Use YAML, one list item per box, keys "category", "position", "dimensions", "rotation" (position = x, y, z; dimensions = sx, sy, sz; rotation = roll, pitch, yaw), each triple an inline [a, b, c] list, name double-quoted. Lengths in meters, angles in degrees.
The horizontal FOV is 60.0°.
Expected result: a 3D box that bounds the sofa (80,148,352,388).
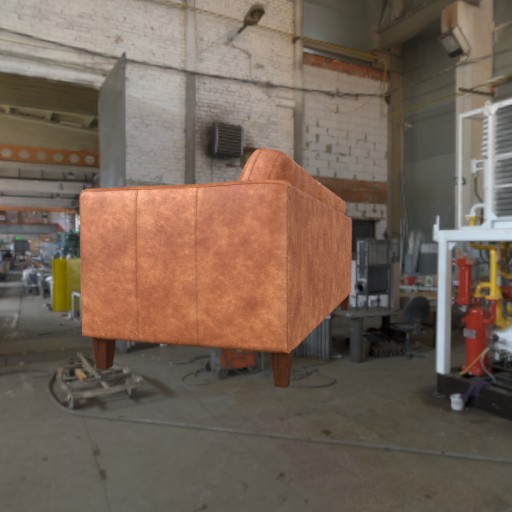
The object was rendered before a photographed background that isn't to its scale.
- category: "sofa"
  position: [0.000, 0.000, 3.018]
  dimensions: [1.045, 1.006, 2.464]
  rotation: [0, 1, 18]
